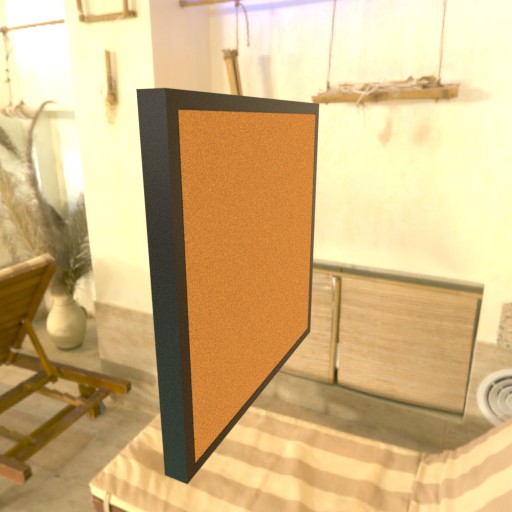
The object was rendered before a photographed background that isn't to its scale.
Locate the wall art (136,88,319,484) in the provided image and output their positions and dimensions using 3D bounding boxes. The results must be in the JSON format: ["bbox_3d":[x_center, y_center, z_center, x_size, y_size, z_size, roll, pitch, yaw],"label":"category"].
[{"bbox_3d":[0.000,0.000,0.755,0.038,0.506,0.506,8,19,25],"label":"wall art"}]
